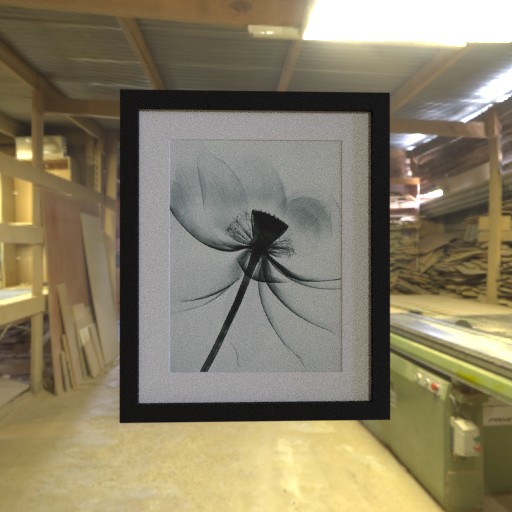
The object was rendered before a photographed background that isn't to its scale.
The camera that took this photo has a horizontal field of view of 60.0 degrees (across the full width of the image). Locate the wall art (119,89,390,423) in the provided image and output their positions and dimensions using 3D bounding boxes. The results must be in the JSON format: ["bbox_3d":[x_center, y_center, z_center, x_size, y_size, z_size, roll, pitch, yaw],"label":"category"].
[{"bbox_3d":[0.000,0.000,0.763,0.457,0.559,0.029,0,0,-2],"label":"wall art"}]
